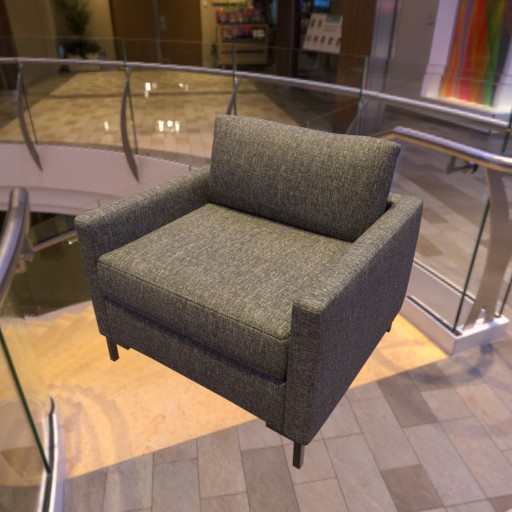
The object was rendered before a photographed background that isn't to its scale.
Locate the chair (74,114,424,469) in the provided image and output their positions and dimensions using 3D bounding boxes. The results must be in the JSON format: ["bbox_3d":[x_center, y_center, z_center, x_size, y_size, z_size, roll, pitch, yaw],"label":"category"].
[{"bbox_3d":[0.000,0.000,1.651,0.963,0.861,0.866,18,34,29],"label":"chair"}]
